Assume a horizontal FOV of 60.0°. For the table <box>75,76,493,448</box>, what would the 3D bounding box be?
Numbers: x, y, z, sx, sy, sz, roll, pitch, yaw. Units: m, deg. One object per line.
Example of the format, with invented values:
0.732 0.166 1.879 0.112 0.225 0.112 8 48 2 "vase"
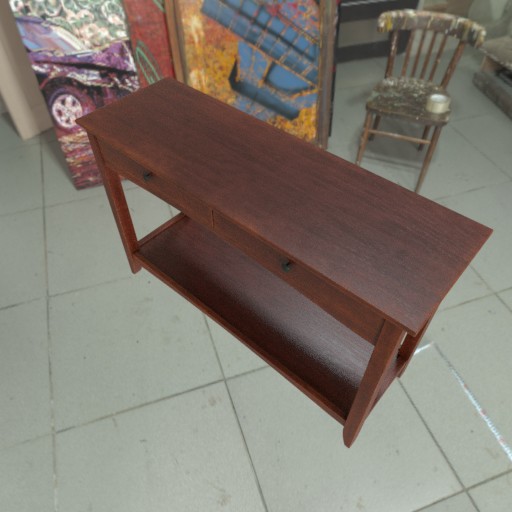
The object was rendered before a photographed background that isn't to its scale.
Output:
0.000 0.000 1.508 1.188 0.739 0.392 33 56 26 "table"
